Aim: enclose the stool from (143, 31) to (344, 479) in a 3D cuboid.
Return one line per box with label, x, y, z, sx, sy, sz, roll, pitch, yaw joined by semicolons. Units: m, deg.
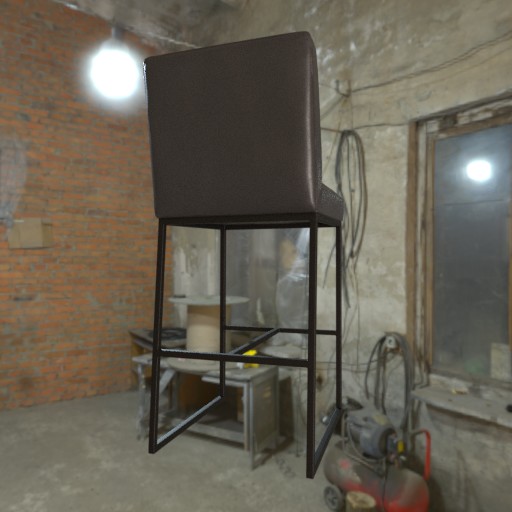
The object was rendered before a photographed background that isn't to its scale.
stool;0.000;0.000;1.323;0.457;1.040;0.552;0;-1;19
